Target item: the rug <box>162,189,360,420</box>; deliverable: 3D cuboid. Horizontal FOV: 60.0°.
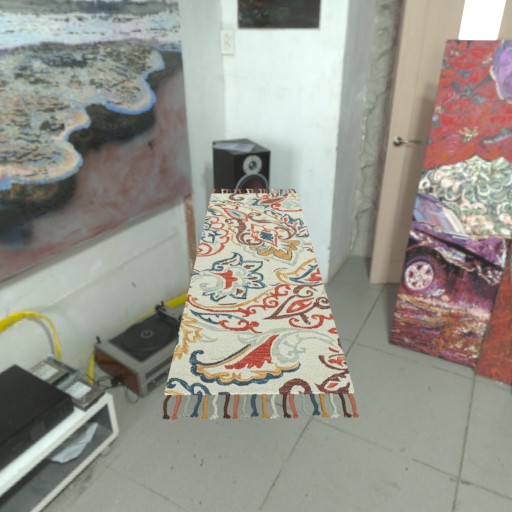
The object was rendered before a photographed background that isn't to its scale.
[{"bbox_3d":[0.000,0.000,2.859,0.763,0.015,2.682,0,27,-1],"label":"rug"}]
